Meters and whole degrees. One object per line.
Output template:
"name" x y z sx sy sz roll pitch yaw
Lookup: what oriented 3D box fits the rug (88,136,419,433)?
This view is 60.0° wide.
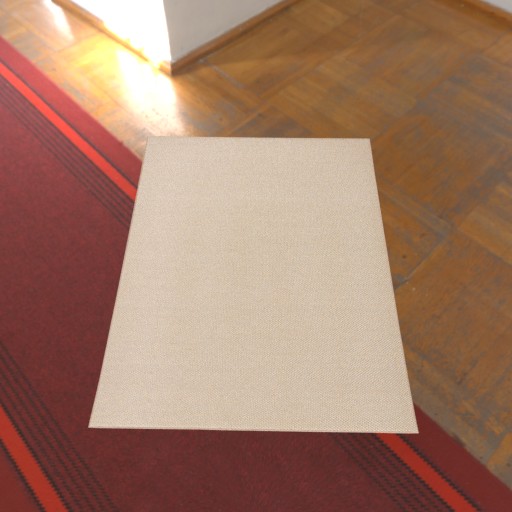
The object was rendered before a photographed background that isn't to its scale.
"rug" 0.000 0.000 4.083 2.462 0.018 3.039 1 59 0
